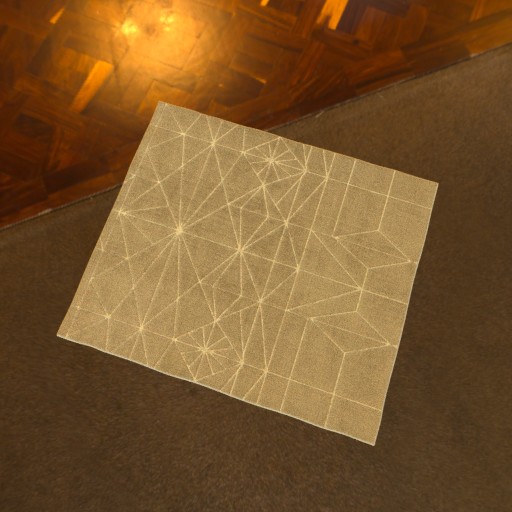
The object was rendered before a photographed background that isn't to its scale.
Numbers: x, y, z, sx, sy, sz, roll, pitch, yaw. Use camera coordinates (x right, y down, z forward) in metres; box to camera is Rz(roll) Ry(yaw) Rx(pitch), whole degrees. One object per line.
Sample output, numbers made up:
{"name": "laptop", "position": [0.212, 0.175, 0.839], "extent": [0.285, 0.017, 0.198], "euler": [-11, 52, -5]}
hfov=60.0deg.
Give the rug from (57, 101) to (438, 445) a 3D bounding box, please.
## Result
{"name": "rug", "position": [0.000, 0.000, 0.902], "extent": [0.639, 0.006, 0.548], "euler": [18, 76, 4]}
